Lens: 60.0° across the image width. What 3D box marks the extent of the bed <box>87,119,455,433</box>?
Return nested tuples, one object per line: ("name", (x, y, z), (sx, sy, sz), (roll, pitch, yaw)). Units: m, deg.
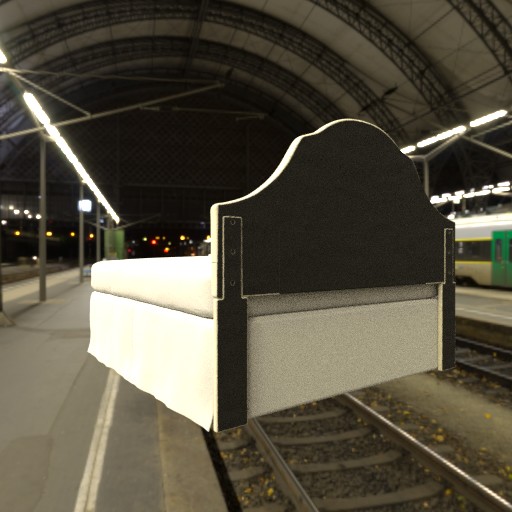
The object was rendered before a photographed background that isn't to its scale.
("bed", (0.000, 0.000, 3.369), (2.012, 1.555, 2.086), (0, 1, -36))
